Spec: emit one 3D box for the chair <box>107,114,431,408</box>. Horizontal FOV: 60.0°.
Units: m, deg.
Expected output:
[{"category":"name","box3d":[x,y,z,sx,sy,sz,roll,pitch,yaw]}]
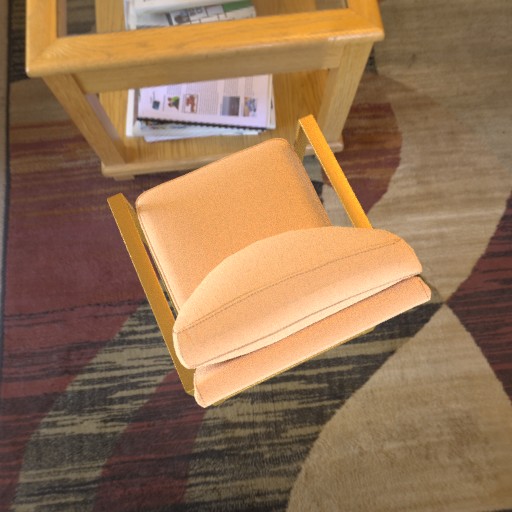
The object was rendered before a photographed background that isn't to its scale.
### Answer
[{"category":"chair","box3d":[0.000,0.000,1.530,0.758,0.956,0.813,-24,77,-6]}]
